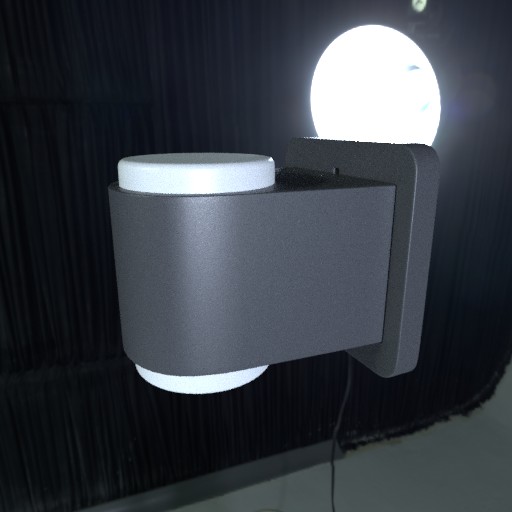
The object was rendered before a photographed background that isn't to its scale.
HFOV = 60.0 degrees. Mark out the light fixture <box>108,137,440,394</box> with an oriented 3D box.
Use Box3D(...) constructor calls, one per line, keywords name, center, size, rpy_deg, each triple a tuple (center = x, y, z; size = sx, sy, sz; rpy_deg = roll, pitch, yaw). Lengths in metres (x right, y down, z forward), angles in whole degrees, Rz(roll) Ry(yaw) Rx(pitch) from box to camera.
Box3D(name="light fixture", center=(0.000, 0.000, 0.217), size=(0.132, 0.109, 0.109), rpy_deg=(-8, 18, -24))
